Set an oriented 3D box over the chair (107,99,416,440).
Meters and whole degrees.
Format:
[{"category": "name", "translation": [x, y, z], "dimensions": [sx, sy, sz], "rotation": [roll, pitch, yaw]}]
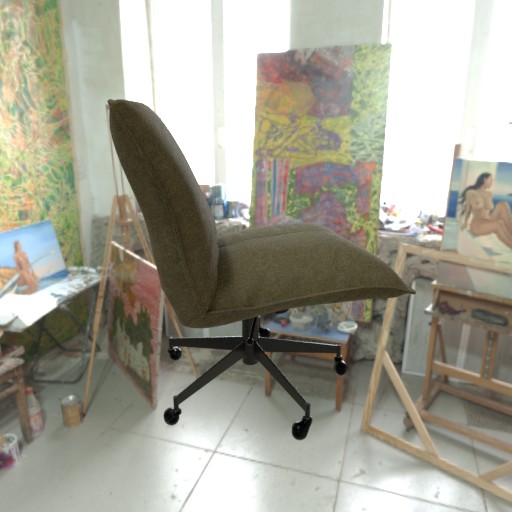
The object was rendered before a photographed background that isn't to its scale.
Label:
[{"category": "chair", "translation": [0.000, 0.000, 1.244], "dimensions": [0.696, 0.811, 0.597], "rotation": [-3, 17, -11]}]
